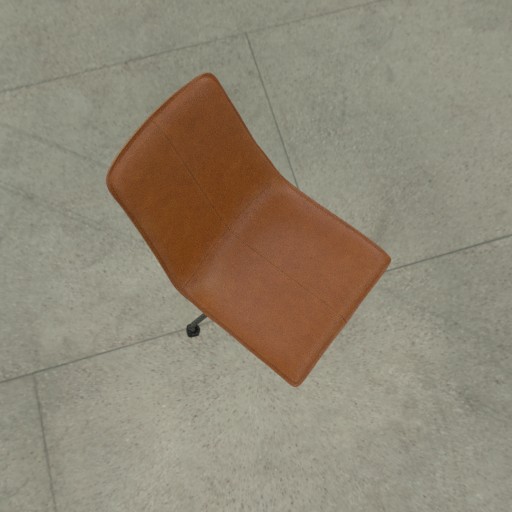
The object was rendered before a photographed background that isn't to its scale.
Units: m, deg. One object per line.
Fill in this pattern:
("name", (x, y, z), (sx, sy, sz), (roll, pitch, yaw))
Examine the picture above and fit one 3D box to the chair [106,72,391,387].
("chair", (0.000, 0.000, 1.335), (0.660, 0.920, 0.651), (38, 79, 9))
